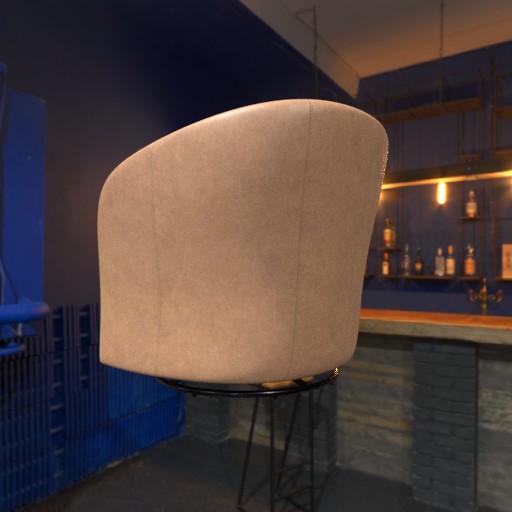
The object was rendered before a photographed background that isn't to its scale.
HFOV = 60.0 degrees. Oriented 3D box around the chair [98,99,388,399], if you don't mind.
[{"bbox_3d":[0.000,0.000,1.441,0.815,0.771,0.791,-1,-1,36],"label":"chair"}]
